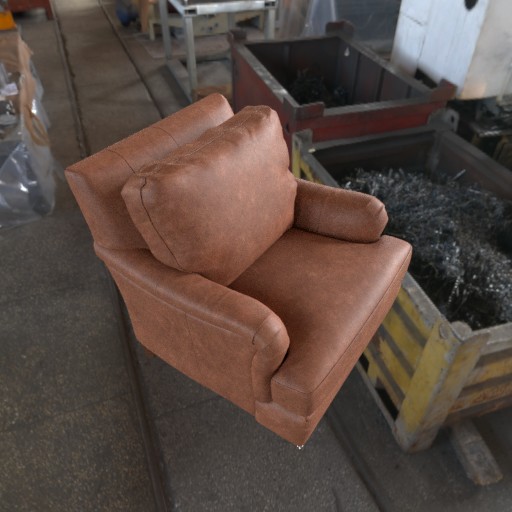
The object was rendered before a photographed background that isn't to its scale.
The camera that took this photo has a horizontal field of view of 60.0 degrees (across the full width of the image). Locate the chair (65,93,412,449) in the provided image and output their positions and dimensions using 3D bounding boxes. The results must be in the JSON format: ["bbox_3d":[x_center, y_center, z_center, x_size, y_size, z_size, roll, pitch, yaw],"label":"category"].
[{"bbox_3d":[0.000,0.000,1.971,1.158,1.055,0.986,25,48,25],"label":"chair"}]
